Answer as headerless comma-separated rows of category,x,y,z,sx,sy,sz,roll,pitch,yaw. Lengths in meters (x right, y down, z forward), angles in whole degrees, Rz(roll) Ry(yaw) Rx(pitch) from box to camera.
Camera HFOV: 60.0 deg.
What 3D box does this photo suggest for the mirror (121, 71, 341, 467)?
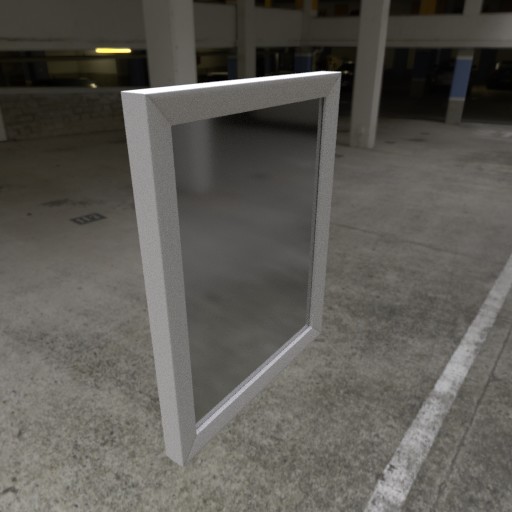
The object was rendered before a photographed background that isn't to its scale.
mirror,0.000,0.000,0.684,0.041,0.508,0.405,18,31,32
